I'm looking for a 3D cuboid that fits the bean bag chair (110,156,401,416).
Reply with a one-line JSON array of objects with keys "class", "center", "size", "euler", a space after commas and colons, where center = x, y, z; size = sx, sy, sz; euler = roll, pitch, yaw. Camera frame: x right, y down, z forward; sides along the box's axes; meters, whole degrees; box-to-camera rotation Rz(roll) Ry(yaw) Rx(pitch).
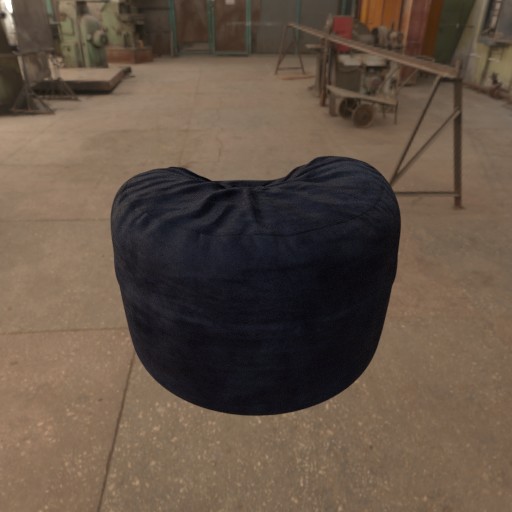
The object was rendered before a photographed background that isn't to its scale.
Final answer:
[{"class": "bean bag chair", "center": [0.000, 0.000, 1.508], "size": [0.918, 0.616, 0.918], "euler": [0, 30, 0]}]
